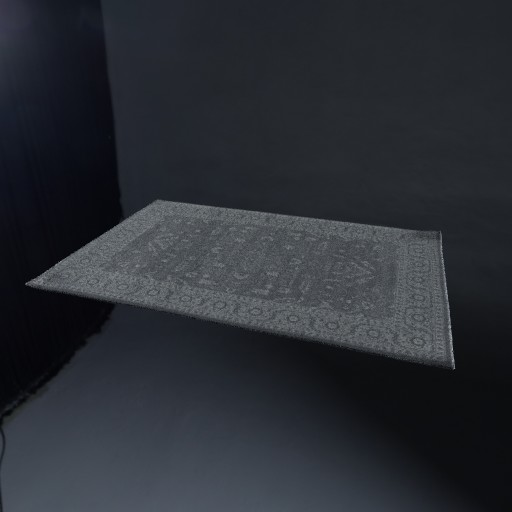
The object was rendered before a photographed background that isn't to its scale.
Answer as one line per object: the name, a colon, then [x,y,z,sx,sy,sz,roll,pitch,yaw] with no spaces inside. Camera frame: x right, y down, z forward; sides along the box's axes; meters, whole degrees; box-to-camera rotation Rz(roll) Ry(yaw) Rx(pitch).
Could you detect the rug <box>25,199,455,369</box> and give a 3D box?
rug: [0.000,0.000,2.274,1.828,0.019,1.209,8,28,16]
